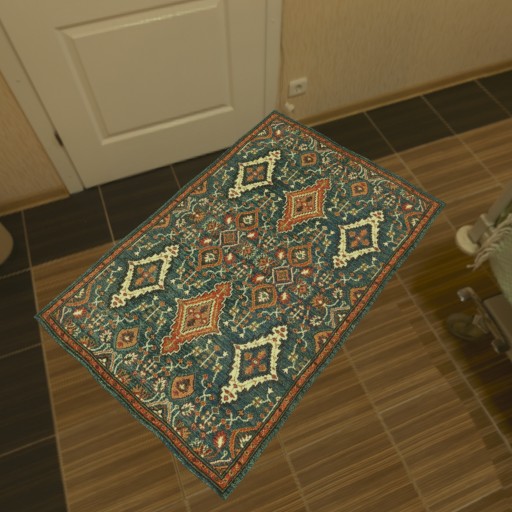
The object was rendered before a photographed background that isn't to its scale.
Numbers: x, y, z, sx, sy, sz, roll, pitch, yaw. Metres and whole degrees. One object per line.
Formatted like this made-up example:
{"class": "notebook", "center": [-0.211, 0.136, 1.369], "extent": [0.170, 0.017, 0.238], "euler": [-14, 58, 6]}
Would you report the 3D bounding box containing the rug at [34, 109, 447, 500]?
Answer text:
{"class": "rug", "center": [0.000, 0.000, 4.082], "extent": [2.190, 0.008, 3.371], "euler": [35, 65, 19]}
